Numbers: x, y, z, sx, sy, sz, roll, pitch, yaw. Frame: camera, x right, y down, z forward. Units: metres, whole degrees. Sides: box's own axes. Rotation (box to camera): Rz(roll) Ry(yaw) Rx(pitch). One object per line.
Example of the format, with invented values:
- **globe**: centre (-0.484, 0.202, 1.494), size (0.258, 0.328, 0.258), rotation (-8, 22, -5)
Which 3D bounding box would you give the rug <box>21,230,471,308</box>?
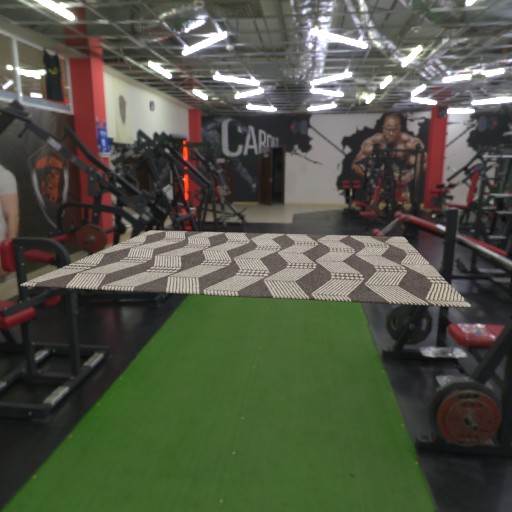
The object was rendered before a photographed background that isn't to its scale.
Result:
- **rug**: centre (0.000, 0.000, 4.105), size (3.048, 0.016, 2.438), rotation (2, 13, 9)
